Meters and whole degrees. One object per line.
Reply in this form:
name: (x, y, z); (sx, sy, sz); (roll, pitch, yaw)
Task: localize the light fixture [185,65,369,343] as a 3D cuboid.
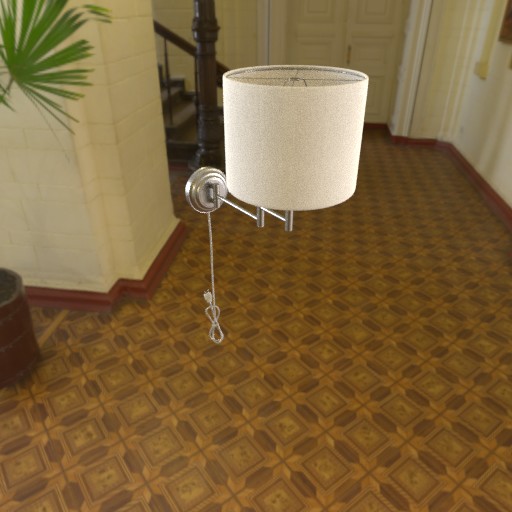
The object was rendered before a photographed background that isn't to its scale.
light fixture: (0.000, 0.000, 1.067); (0.253, 0.842, 0.479); (-21, 36, -32)
